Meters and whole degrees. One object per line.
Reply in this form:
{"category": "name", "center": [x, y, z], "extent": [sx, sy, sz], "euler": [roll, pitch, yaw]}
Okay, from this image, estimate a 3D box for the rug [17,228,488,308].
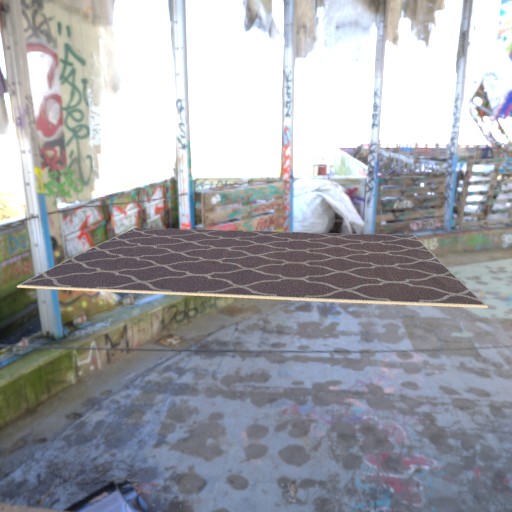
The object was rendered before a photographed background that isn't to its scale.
{"category": "rug", "center": [0.000, 0.000, 2.851], "extent": [2.294, 0.014, 1.528], "euler": [2, 15, 7]}
